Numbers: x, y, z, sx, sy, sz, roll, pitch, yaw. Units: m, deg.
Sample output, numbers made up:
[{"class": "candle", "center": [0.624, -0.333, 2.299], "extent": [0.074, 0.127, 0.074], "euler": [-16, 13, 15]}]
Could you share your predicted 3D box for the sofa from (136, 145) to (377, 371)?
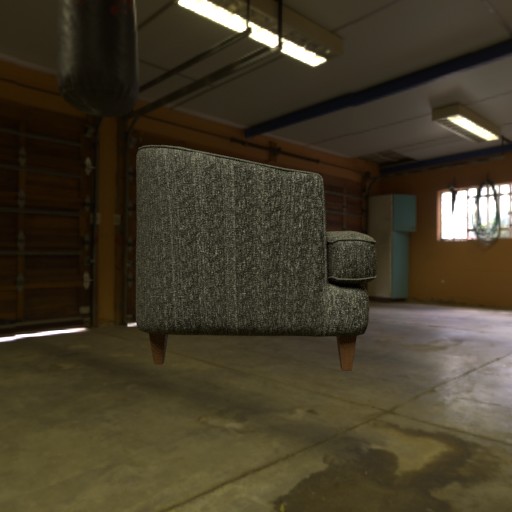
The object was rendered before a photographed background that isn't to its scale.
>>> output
[{"class": "sofa", "center": [0.000, 0.000, 2.679], "extent": [0.941, 0.855, 2.278], "euler": [0, -1, 1]}]
